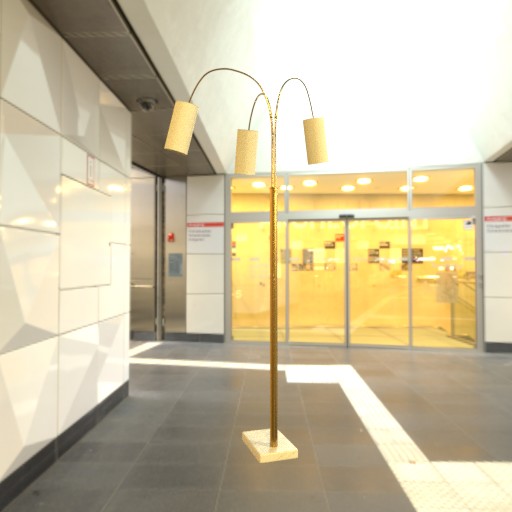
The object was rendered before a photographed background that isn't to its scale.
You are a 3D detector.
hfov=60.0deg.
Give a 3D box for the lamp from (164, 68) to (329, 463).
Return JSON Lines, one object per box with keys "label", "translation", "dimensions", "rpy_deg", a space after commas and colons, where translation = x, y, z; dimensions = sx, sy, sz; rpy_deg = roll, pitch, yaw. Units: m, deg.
{"label": "lamp", "translation": [0.000, 0.000, 2.542], "dimensions": [1.020, 2.055, 0.667], "rpy_deg": [0, -1, -18]}
